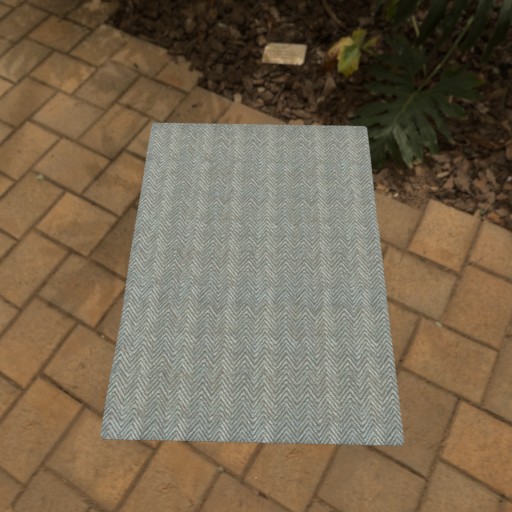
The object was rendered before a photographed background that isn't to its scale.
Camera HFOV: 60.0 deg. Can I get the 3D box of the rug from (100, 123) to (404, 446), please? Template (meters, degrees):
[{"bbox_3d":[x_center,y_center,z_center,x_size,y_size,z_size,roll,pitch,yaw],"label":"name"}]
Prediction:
[{"bbox_3d":[0.000,0.000,5.089,2.894,0.011,3.957,1,63,1],"label":"rug"}]
